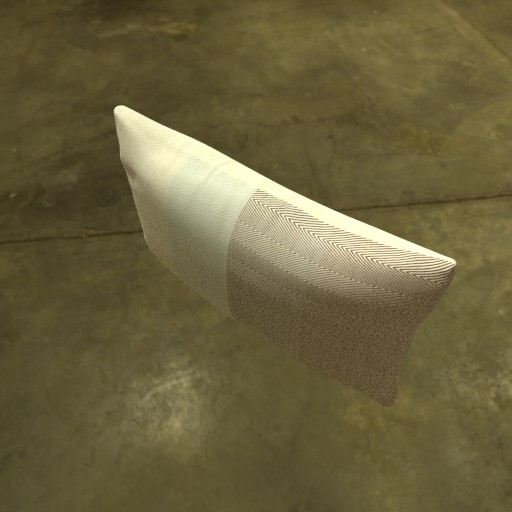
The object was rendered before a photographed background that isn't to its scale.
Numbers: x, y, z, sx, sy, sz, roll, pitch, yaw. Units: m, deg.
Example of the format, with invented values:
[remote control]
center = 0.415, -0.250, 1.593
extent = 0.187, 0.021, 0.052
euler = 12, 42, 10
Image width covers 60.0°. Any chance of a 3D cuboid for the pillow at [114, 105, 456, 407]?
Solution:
[pillow]
center = 0.000, 0.000, 0.635
extent = 0.506, 0.305, 0.139
euler = 30, 54, 25
